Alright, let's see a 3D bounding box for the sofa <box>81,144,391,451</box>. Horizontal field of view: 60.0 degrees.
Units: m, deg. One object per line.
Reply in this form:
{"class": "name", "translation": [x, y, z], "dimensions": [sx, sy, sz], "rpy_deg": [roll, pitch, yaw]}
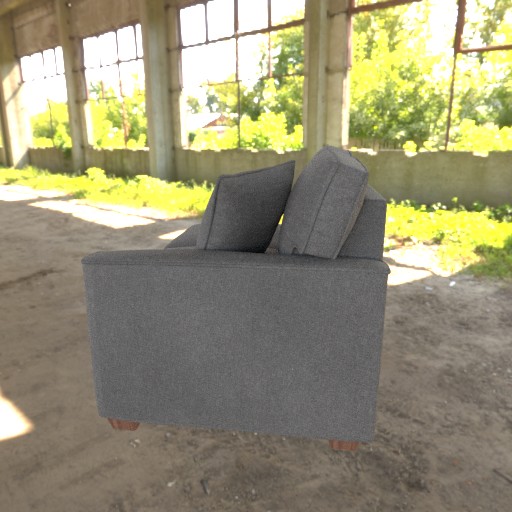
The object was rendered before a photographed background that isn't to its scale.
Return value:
{"class": "sofa", "translation": [0.000, 0.000, 2.048], "dimensions": [0.991, 0.989, 1.388], "rpy_deg": [2, 15, 8]}
